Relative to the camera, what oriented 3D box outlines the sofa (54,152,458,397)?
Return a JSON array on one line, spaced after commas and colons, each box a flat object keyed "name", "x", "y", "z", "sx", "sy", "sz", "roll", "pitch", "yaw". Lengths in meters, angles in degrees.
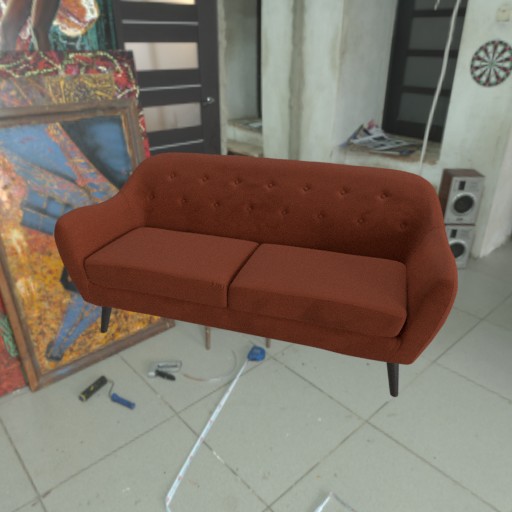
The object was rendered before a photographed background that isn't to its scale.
[{"name": "sofa", "x": 0.000, "y": 0.000, "z": 2.285, "sx": 1.840, "sy": 0.836, "sz": 0.820, "roll": 8, "pitch": 27, "yaw": 16}]
